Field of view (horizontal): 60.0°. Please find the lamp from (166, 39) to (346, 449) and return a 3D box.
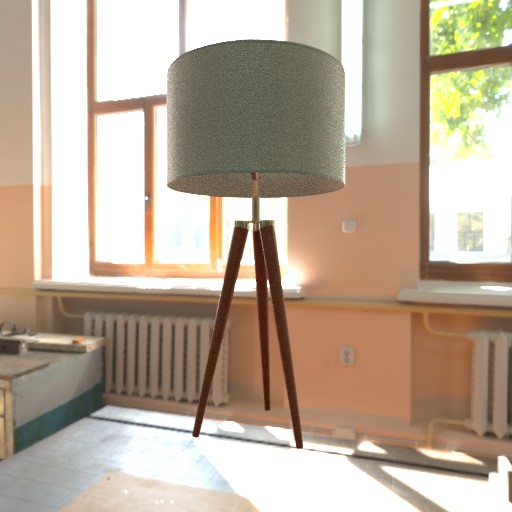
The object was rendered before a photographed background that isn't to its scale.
[{"bbox_3d":[0.000,0.000,0.900,0.355,0.709,0.354,-1,1,-36],"label":"lamp"}]
